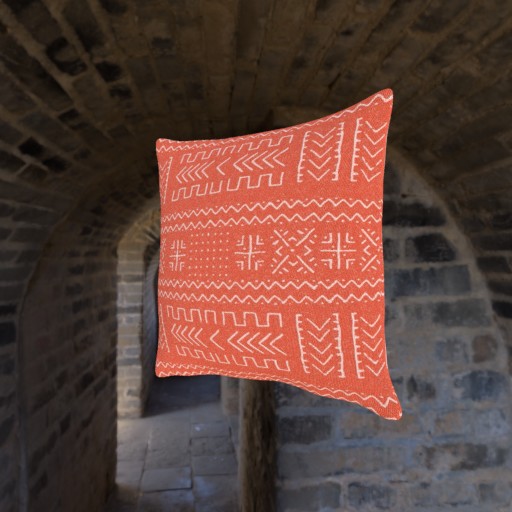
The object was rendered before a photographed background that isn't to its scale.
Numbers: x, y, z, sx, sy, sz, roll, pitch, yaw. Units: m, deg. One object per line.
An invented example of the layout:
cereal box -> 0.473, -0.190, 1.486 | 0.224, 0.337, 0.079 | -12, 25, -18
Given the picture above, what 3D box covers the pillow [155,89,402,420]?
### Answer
pillow -> 0.000, 0.000, 0.680 | 0.438, 0.429, 0.164 | -1, -2, 35
